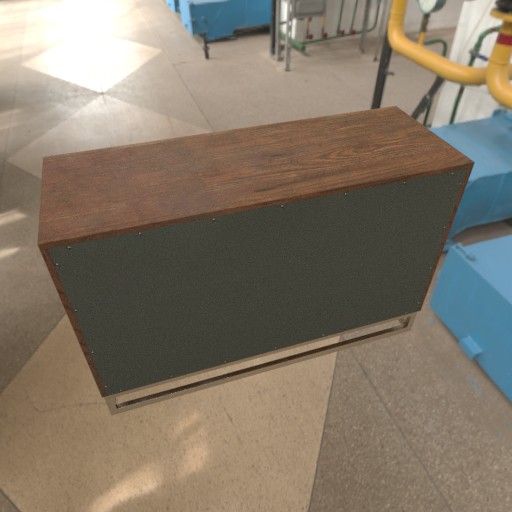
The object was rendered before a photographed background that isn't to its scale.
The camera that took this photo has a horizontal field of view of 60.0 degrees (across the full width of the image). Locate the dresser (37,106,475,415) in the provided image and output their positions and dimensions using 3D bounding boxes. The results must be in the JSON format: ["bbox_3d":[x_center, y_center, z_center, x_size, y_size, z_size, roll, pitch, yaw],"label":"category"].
[{"bbox_3d":[0.000,0.000,2.152,1.646,1.061,0.623,-12,43,-14],"label":"dresser"}]
